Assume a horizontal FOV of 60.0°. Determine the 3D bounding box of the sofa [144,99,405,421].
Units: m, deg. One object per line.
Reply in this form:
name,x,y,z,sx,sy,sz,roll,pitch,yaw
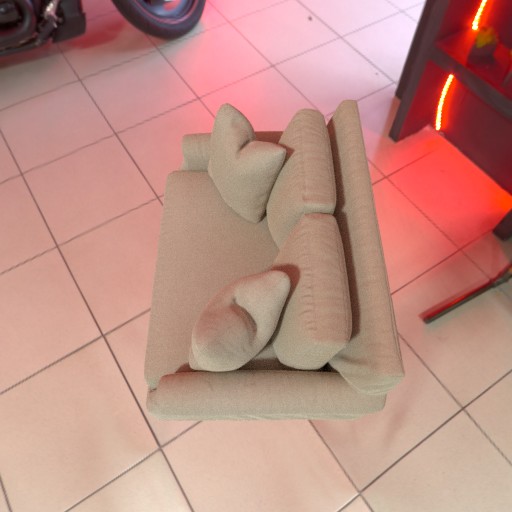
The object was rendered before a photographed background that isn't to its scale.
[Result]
sofa,0.000,0.000,2.224,1.070,0.905,1.550,0,60,0
